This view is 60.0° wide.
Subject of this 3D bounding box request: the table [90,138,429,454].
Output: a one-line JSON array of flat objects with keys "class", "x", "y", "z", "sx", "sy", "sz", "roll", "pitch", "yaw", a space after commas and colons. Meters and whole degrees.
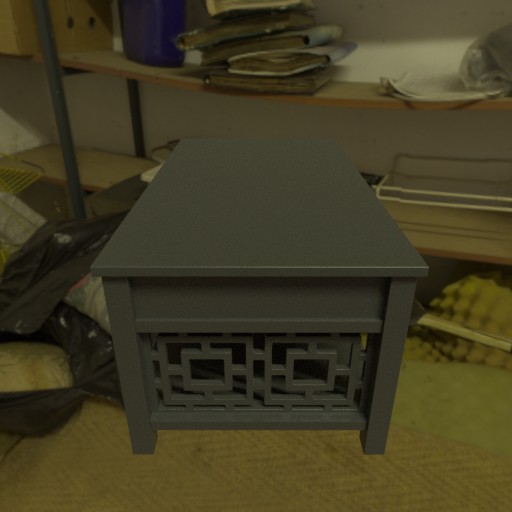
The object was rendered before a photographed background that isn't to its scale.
[{"class": "table", "x": 0.000, "y": 0.000, "z": 1.369, "sx": 0.612, "sy": 0.493, "sz": 1.068, "roll": 0, "pitch": 27, "yaw": 0}]
